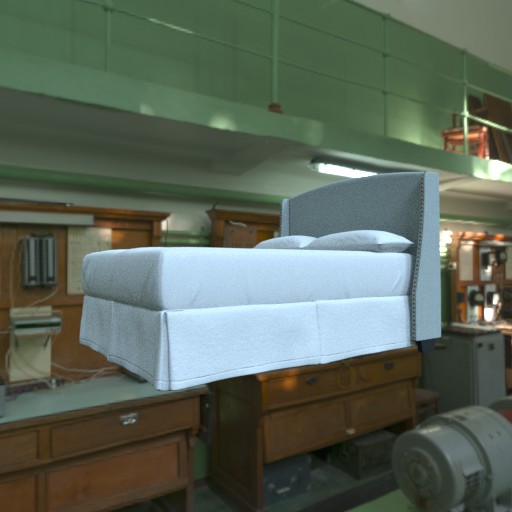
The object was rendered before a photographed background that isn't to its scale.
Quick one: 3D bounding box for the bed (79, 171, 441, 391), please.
[{"bbox_3d":[0.000,0.000,3.400,2.237,1.407,1.710,1,-1,-35],"label":"bed"}]
